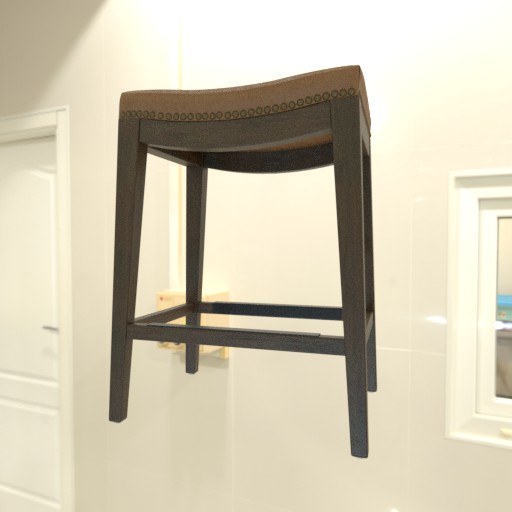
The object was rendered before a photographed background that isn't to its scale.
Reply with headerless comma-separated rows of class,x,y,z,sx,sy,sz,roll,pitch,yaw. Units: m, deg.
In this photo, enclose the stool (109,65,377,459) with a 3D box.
stool,0.000,0.000,0.964,0.500,0.660,0.361,1,2,18
